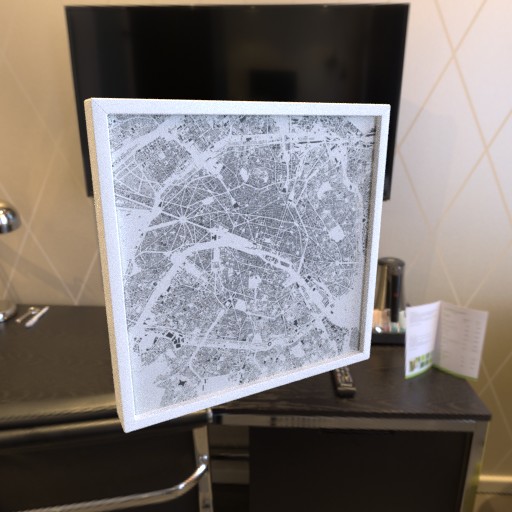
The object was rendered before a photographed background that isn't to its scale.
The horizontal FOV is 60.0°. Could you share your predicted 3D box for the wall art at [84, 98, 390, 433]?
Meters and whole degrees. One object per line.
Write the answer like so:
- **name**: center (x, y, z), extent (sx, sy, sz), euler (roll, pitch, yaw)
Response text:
- **wall art**: center (0.000, 0.000, 0.465), extent (0.305, 0.305, 0.038), euler (-9, 19, -26)
